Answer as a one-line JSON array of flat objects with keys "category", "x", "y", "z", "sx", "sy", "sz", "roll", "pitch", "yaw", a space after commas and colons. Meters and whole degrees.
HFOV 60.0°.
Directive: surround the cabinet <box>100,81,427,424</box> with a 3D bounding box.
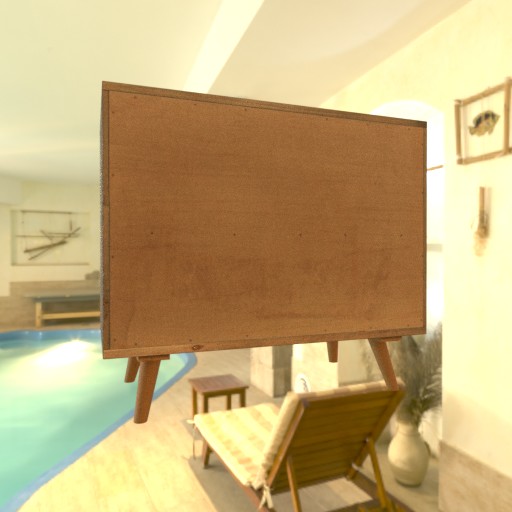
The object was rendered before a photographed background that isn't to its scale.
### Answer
[{"category": "cabinet", "x": 0.000, "y": 0.000, "z": 1.550, "sx": 1.023, "sy": 0.897, "sz": 0.529, "roll": 0, "pitch": 1, "yaw": -20}]
